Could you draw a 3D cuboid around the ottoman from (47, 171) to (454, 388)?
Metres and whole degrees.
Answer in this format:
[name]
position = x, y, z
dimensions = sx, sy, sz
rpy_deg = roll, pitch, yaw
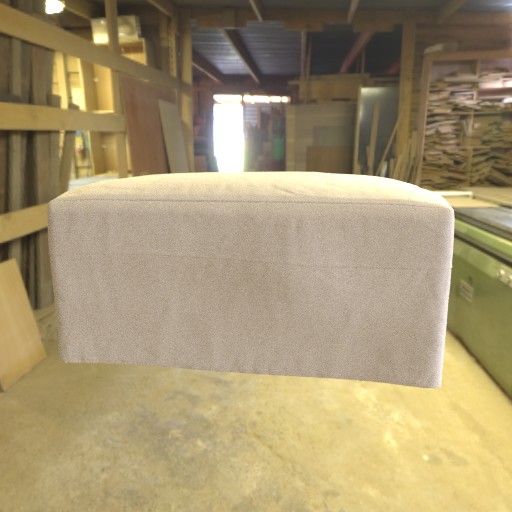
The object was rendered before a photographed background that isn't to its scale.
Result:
[ottoman]
position = 0.000, 0.000, 1.189
dimensions = 0.872, 0.444, 0.590
rpy_deg = 2, 14, 8
